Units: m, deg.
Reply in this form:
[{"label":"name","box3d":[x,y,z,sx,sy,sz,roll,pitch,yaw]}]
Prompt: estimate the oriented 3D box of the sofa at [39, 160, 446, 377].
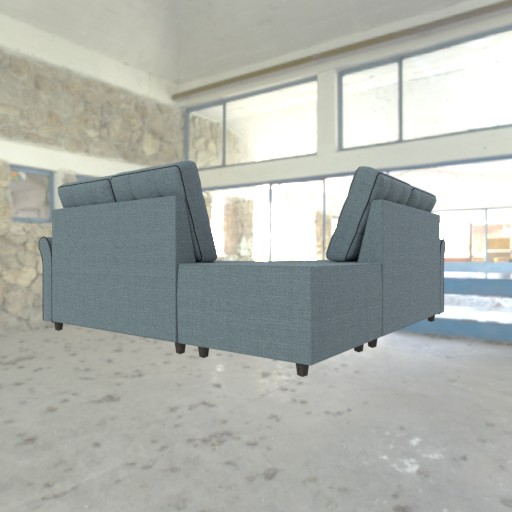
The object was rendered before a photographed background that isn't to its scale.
[{"label":"sofa","box3d":[0.000,0.000,3.160,2.070,0.988,2.068,0,0,37]}]
